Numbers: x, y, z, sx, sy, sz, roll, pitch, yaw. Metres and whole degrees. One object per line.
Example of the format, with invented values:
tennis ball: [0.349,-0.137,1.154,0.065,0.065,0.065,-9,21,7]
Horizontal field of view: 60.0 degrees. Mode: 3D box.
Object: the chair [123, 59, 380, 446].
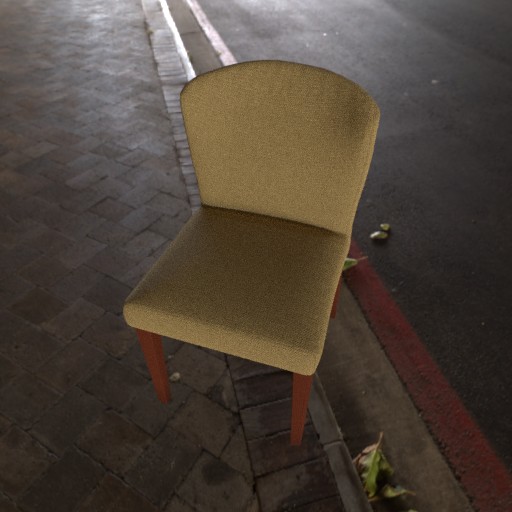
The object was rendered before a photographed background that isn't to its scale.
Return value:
chair: [0.000,0.000,1.192,0.491,0.839,0.589,12,43,14]
